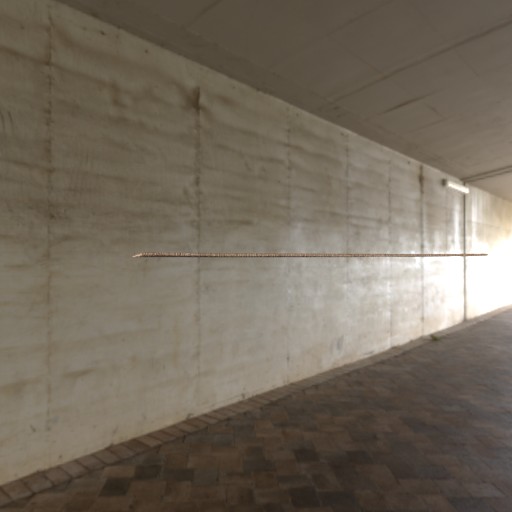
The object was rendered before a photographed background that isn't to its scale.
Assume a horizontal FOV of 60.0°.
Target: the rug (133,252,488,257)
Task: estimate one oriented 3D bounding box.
[{"bbox_3d":[0.000,0.000,2.327,1.225,0.013,1.840,0,0,-16],"label":"rug"}]
